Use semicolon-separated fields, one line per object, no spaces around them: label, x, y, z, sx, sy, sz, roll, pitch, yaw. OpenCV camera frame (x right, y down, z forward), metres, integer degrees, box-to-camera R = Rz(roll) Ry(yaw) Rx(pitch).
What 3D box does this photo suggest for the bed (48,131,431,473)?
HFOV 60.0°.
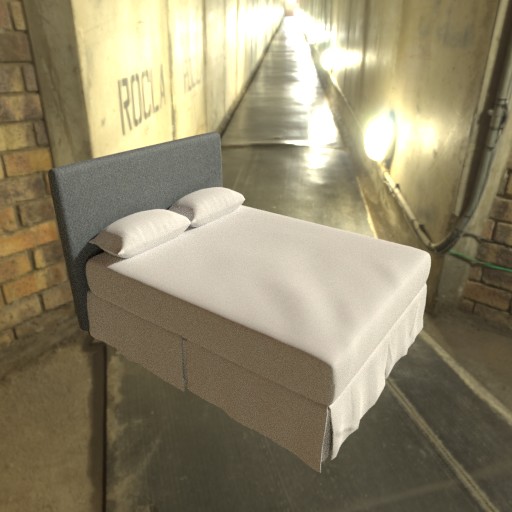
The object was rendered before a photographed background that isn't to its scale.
bed;0.000;0.000;3.194;2.142;1.330;1.723;17;31;32
